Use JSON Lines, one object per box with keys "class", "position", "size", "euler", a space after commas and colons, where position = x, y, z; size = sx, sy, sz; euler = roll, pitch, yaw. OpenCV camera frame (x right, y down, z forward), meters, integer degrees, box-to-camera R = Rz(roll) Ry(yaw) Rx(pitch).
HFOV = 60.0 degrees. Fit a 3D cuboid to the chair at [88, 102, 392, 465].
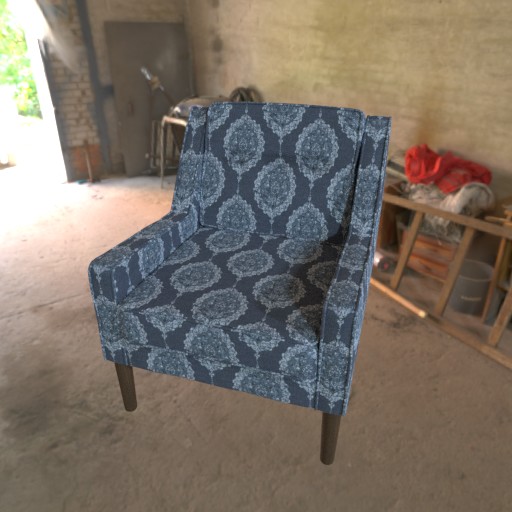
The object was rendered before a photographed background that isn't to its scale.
{"class": "chair", "position": [0.000, 0.000, 1.311], "size": [0.663, 0.792, 0.743], "euler": [8, 29, 16]}
